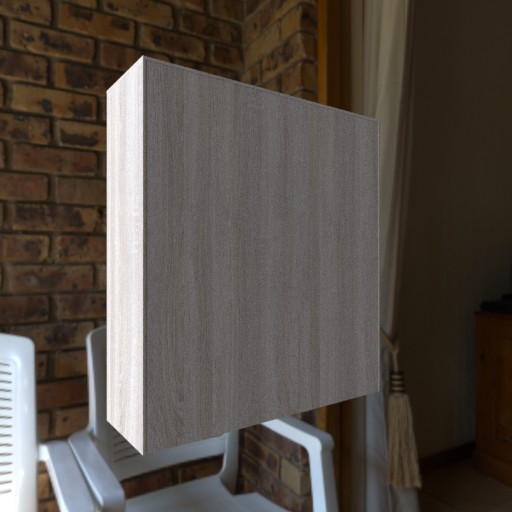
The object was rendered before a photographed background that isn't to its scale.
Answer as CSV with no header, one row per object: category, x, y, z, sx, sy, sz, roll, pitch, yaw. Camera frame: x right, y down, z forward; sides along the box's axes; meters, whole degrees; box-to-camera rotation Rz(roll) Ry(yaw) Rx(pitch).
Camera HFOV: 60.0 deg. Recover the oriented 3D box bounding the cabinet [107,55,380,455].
cabinet,0.000,0.000,3.072,1.870,2.060,0.620,0,0,-36
